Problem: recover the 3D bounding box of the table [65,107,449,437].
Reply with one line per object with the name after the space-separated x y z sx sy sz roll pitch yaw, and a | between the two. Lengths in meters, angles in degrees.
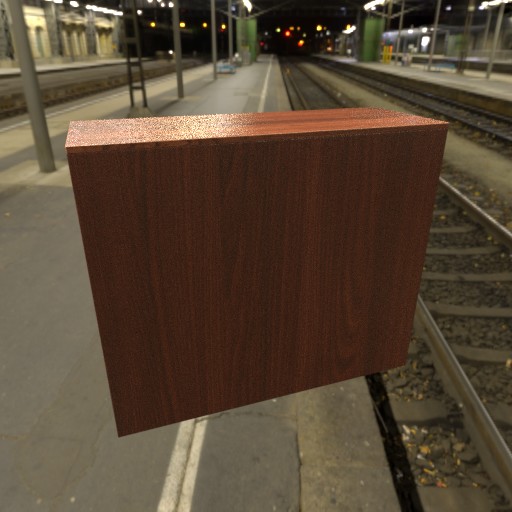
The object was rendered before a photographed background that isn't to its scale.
0.000 0.000 1.342 0.930 0.790 0.380 -8 27 -17 | table
